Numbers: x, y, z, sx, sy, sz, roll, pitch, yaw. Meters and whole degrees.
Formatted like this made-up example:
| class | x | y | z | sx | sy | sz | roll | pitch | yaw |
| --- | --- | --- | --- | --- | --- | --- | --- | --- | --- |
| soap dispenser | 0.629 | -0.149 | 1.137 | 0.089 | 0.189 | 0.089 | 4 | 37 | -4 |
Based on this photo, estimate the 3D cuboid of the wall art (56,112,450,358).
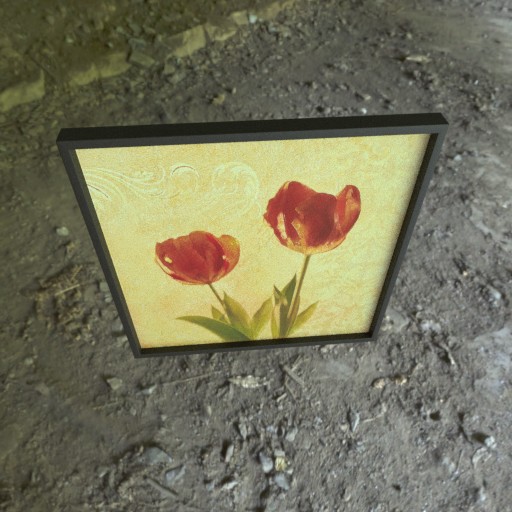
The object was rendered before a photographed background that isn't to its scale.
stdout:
| class | x | y | z | sx | sy | sz | roll | pitch | yaw |
| --- | --- | --- | --- | --- | --- | --- | --- | --- | --- |
| wall art | 0.000 | 0.000 | 0.528 | 0.349 | 0.349 | 0.038 | -3 | 46 | -3 |
